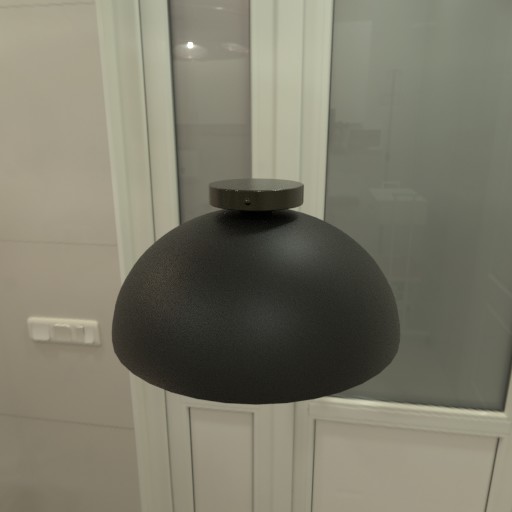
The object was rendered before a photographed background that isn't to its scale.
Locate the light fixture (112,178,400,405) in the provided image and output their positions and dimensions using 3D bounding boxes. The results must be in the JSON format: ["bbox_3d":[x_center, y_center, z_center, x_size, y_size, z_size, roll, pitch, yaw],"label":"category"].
[{"bbox_3d":[0.000,0.000,0.547,0.355,0.177,0.355,0,16,0],"label":"light fixture"}]
